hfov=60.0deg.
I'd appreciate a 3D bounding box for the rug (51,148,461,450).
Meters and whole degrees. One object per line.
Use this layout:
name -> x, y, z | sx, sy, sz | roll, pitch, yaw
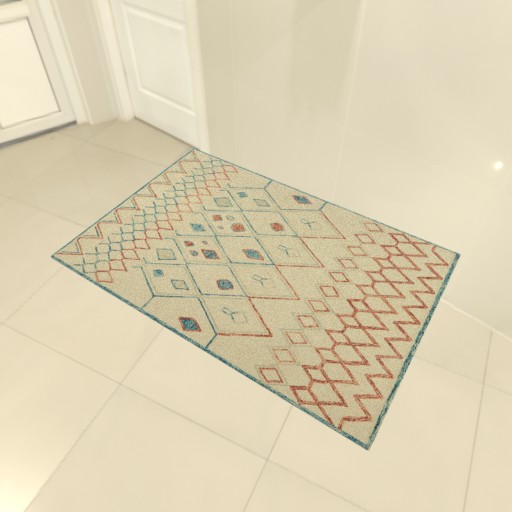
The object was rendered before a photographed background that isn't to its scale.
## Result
rug -> 0.000, 0.000, 2.372 | 1.829, 0.016, 1.219 | 26, 52, 22
